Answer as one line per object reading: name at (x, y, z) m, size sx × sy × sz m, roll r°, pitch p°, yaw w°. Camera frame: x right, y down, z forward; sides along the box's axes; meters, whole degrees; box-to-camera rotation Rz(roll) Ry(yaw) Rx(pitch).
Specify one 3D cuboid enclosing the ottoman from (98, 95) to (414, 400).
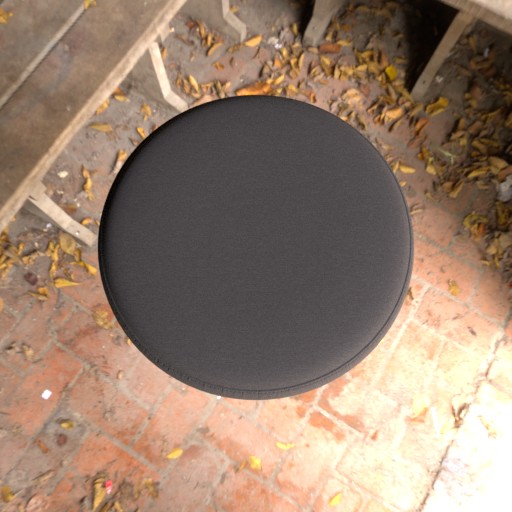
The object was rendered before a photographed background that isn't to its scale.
ottoman at (0.000, 0.000, 1.003) m, size 0.608 × 0.433 × 0.608 m, roll 0°, pitch 75°, yaw 0°
